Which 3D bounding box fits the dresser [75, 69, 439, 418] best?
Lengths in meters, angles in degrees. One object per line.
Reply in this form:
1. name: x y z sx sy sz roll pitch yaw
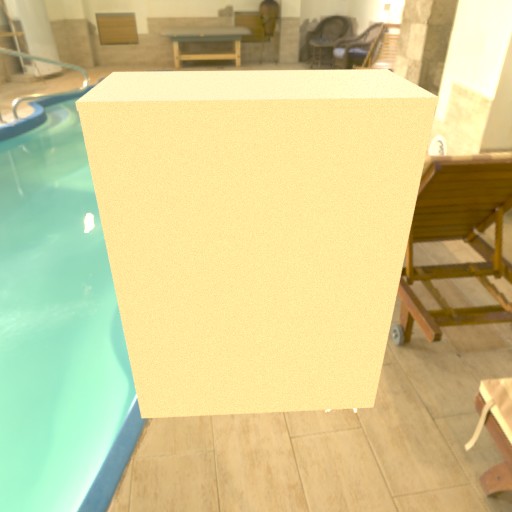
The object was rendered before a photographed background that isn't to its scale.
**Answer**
1. dresser: 0.000 0.000 1.406 0.800 1.040 0.380 -2 32 -3
